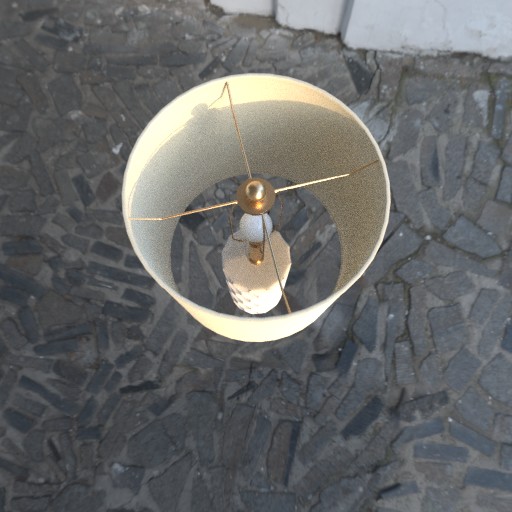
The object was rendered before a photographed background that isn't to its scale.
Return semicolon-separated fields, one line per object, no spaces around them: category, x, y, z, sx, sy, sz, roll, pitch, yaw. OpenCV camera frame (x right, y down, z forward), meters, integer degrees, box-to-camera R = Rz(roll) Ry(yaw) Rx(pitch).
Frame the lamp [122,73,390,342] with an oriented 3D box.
lamp;0.000;0.000;0.715;0.277;0.537;0.277;24;76;6
